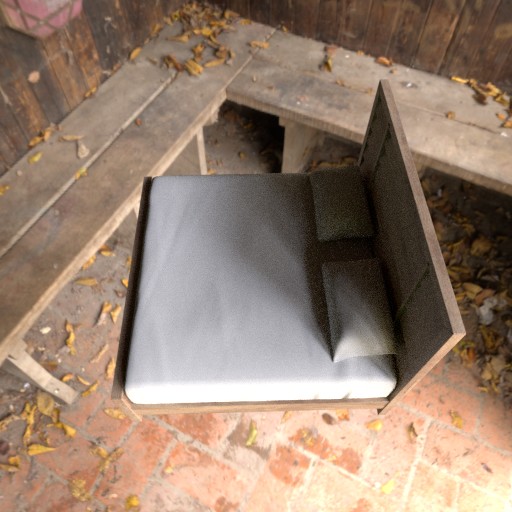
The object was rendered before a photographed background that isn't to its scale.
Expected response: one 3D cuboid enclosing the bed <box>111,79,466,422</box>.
[{"bbox_3d":[0.000,0.000,3.408,2.032,1.626,2.032,-1,57,-1],"label":"bed"}]
